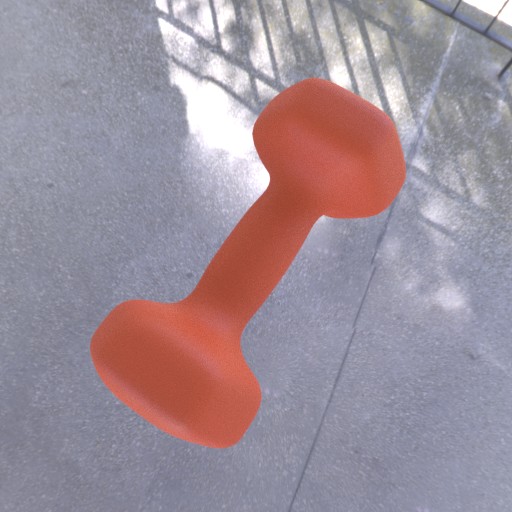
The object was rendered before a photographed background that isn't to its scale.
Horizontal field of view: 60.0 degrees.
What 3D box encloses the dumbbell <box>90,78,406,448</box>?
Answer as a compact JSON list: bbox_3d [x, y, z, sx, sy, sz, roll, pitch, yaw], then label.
[{"bbox_3d":[0.000,0.000,0.203,0.079,0.071,0.162,34,78,8],"label":"dumbbell"}]
